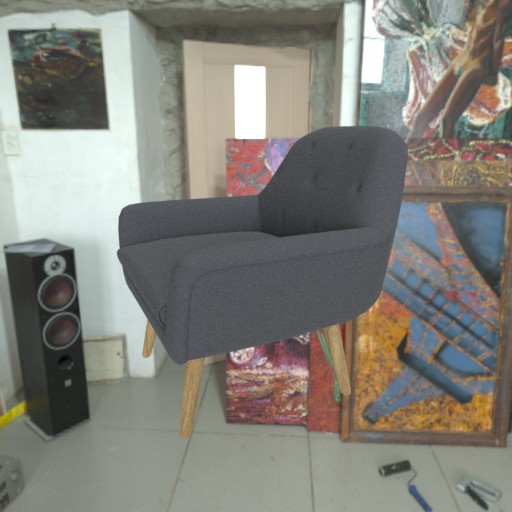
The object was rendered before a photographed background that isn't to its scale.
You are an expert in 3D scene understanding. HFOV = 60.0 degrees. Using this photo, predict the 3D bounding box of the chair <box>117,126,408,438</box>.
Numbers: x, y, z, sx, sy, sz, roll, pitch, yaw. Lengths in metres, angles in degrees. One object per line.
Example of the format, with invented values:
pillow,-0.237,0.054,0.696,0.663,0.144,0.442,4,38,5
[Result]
chair,0.000,0.000,1.416,0.779,0.800,0.770,-7,17,-25
